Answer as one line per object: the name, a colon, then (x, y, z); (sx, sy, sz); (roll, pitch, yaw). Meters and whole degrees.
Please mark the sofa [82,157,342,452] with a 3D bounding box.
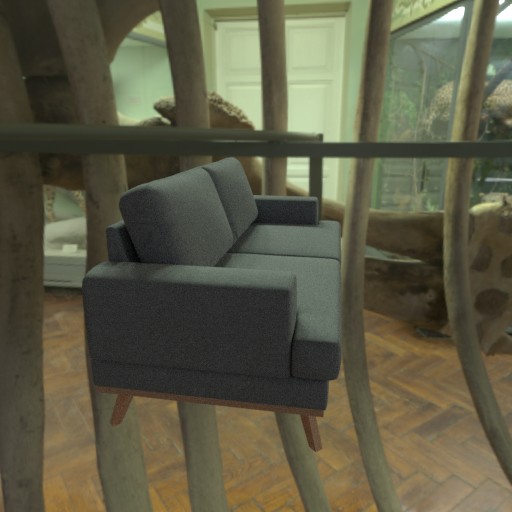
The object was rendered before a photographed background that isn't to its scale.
sofa: (0.000, 0.000, 2.056); (0.785, 0.810, 1.650); (3, 17, 10)
